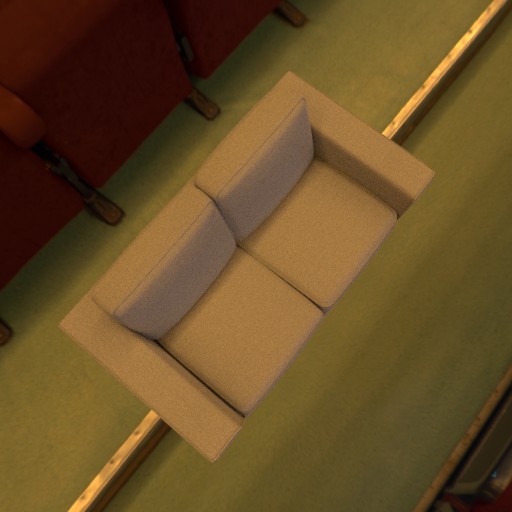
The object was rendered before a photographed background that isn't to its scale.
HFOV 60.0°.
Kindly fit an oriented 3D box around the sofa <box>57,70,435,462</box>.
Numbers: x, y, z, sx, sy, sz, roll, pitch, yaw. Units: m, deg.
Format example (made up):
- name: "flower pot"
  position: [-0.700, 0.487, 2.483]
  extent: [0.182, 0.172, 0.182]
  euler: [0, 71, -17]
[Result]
- name: "sofa"
  position: [0.000, 0.000, 2.415]
  extent: [1.007, 0.924, 1.812]
  euler: [38, 79, 9]
